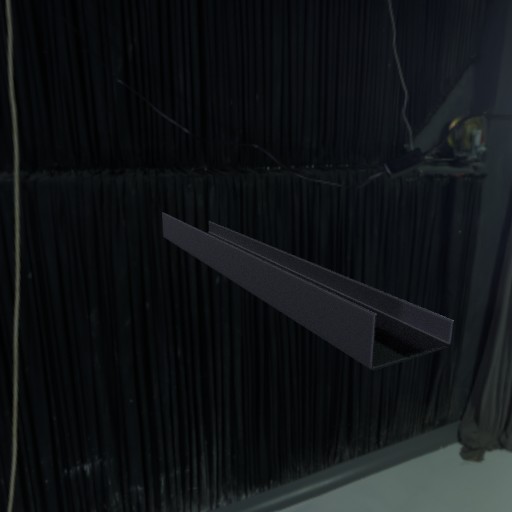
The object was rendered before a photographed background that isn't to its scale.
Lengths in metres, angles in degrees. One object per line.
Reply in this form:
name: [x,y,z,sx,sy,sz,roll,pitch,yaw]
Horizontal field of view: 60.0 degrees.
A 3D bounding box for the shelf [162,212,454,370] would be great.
shelf: [0.000,0.000,0.652,0.102,0.053,0.605,-8,17,-27]
